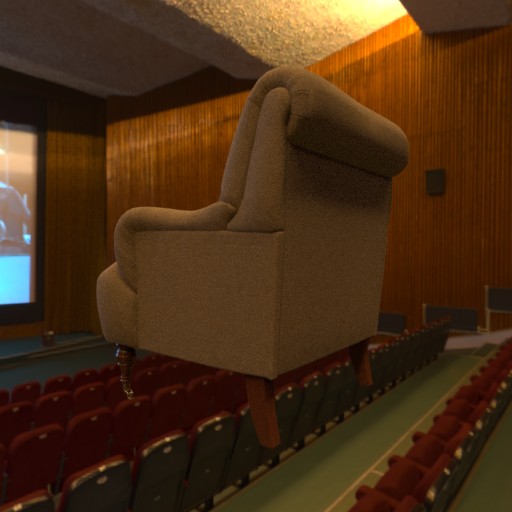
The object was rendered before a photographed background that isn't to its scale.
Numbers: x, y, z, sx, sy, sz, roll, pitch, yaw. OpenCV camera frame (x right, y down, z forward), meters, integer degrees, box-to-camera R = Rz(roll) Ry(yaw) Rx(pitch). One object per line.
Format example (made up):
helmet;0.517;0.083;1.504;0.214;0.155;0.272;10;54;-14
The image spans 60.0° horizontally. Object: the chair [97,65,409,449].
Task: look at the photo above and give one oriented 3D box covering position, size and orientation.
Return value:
chair;0.000;0.000;1.528;0.843;0.942;0.766;1;2;37
